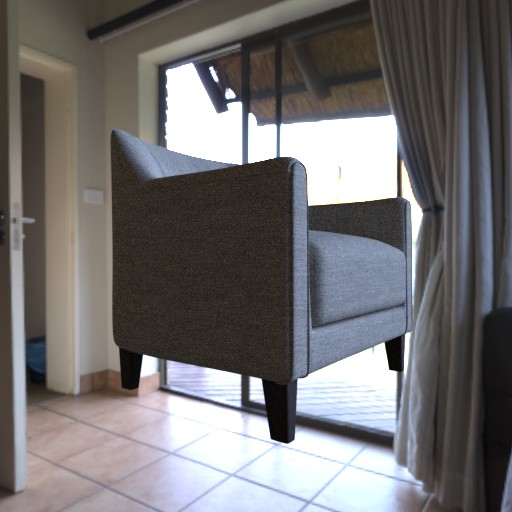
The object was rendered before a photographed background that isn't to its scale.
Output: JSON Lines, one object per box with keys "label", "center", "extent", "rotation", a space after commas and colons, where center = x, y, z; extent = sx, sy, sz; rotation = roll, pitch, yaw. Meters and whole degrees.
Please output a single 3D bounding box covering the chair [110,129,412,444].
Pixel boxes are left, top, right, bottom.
{"label": "chair", "center": [0.000, 0.000, 1.386], "extent": [0.758, 0.761, 0.796], "rotation": [0, -1, 36]}
